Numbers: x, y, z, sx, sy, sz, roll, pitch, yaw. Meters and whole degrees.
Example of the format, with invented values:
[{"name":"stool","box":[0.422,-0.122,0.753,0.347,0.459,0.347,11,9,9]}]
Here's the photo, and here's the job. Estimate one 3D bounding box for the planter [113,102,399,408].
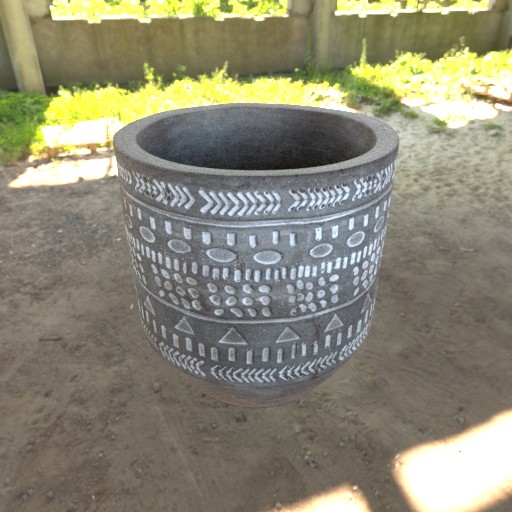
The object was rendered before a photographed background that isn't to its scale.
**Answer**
[{"name":"planter","box":[0.000,0.000,0.224,0.122,0.128,0.122,0,30,0]}]
